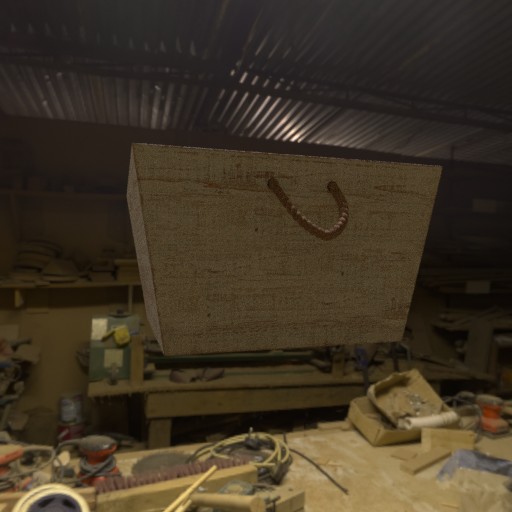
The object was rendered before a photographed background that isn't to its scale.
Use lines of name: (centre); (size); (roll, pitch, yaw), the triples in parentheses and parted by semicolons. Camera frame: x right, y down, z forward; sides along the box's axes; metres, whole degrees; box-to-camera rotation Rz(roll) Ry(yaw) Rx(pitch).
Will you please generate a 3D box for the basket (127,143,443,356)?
basket: (0.000, 0.000, 0.746); (0.413, 0.247, 0.545); (0, -1, -17)
